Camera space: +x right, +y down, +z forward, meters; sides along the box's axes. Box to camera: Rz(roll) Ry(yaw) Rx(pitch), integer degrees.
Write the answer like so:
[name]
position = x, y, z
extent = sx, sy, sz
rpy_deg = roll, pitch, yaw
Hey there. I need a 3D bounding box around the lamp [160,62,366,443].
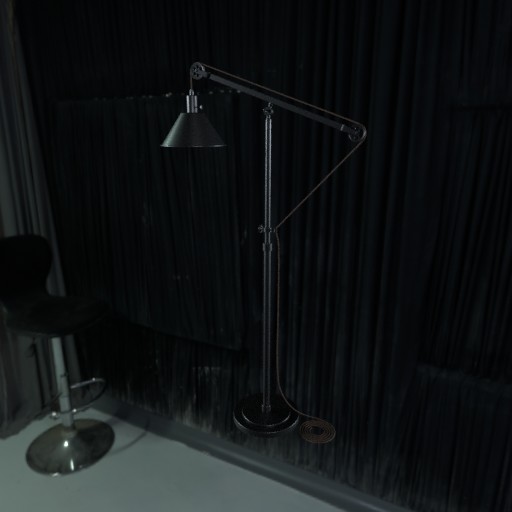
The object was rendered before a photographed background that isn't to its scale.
[lamp]
position = 0.000, 0.000, 1.974
extent = 0.904, 1.626, 0.319
rpy_deg = 8, 18, 25
